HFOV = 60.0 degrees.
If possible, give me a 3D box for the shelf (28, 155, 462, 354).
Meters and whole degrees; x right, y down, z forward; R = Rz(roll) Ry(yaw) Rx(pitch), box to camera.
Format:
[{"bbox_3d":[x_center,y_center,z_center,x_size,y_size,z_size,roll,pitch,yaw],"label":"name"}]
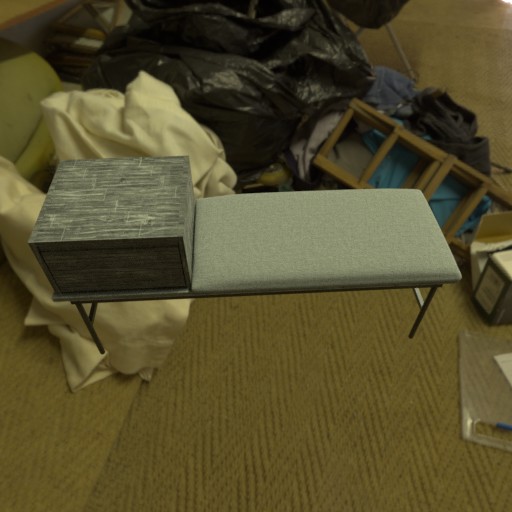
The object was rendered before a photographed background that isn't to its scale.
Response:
[{"bbox_3d":[0.000,0.000,1.650,1.342,0.633,0.457,-2,48,-2],"label":"shelf"}]
